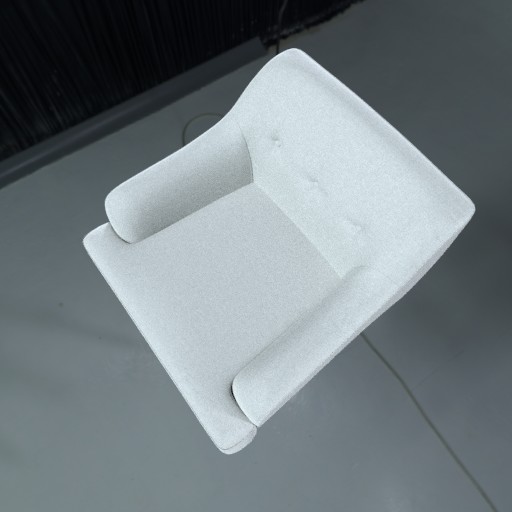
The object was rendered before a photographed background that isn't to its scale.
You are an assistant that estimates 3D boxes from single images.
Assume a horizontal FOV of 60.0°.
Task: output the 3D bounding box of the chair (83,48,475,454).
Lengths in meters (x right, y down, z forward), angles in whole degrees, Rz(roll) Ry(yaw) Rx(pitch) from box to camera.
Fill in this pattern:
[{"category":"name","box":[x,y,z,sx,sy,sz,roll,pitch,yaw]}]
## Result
[{"category":"chair","box":[0.000,0.000,1.578,0.951,0.818,0.946,-35,70,-15]}]
